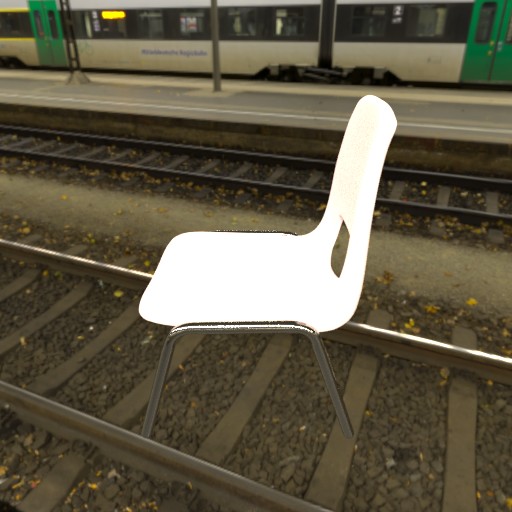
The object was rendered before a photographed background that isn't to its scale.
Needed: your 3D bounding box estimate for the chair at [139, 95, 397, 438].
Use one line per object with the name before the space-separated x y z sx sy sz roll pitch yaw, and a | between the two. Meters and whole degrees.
chair | 0.000 0.000 0.790 0.385 0.537 0.354 1 27 2
